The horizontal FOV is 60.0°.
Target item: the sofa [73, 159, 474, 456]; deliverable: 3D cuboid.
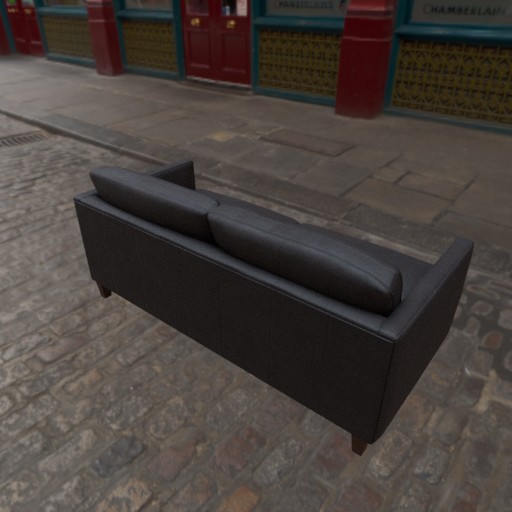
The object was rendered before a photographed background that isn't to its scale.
[{"bbox_3d":[0.000,0.000,2.425,1.971,0.863,0.933,22,37,33],"label":"sofa"}]
